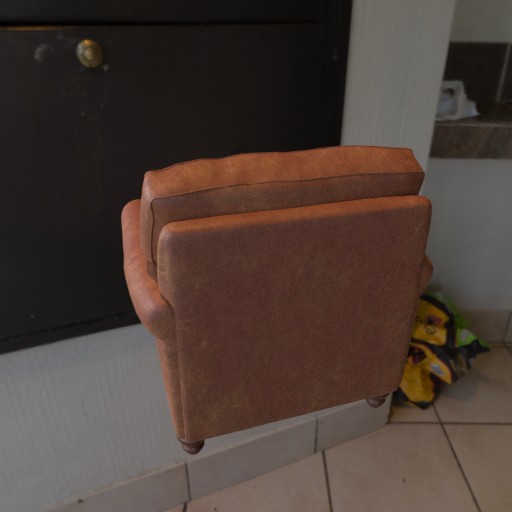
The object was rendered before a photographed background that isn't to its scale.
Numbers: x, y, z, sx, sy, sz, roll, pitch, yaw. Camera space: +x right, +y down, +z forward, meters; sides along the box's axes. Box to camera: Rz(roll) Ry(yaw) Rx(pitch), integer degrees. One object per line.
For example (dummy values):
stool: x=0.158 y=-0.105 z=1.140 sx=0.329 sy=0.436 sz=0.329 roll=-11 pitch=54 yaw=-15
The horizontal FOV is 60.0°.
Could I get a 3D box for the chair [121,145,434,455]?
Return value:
chair: x=0.000 y=0.000 z=1.728 sx=0.983 sy=0.962 sz=0.986 roll=-8 pitch=28 yaw=-15
